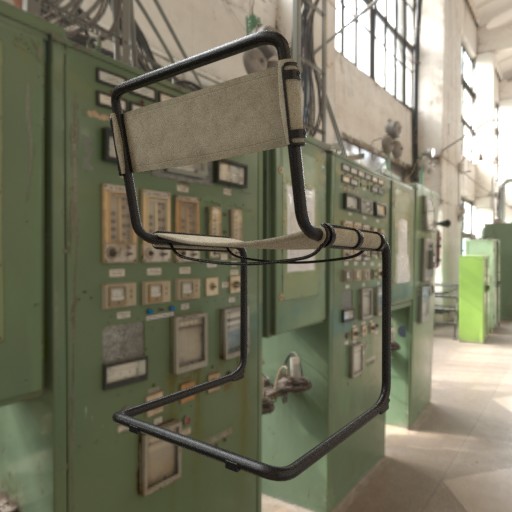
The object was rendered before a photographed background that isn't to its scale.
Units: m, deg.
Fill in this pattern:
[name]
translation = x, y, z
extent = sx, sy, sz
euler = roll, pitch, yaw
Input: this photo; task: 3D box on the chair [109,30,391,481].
[chair]
translation = 0.000, 0.000, 1.039
extent = 0.499, 0.747, 0.497
euler = 0, 0, 37
